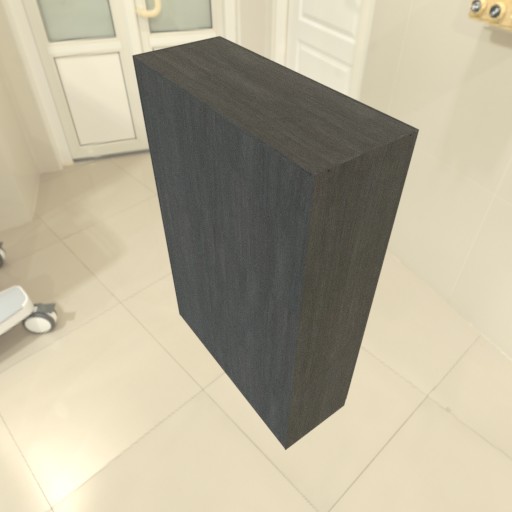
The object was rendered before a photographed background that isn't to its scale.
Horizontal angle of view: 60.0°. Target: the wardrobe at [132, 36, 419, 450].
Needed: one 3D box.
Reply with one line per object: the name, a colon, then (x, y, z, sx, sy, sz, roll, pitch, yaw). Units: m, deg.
wardrobe: (0.000, 0.000, 2.481, 0.510, 1.910, 1.290, -27, 49, -26)
